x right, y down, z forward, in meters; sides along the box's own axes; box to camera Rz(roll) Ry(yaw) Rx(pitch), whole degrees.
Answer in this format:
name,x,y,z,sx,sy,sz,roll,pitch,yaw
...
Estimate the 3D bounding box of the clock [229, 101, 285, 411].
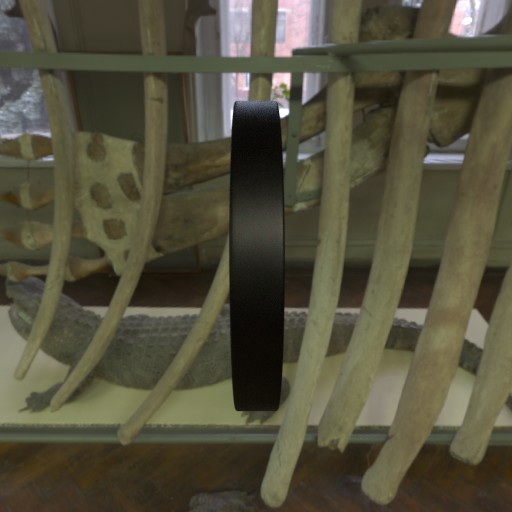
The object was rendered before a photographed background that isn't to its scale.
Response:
name,x,y,z,sx,sy,sz,roll,pitch,yaw
clock,0.000,0.000,0.474,0.040,0.314,0.314,0,26,0
